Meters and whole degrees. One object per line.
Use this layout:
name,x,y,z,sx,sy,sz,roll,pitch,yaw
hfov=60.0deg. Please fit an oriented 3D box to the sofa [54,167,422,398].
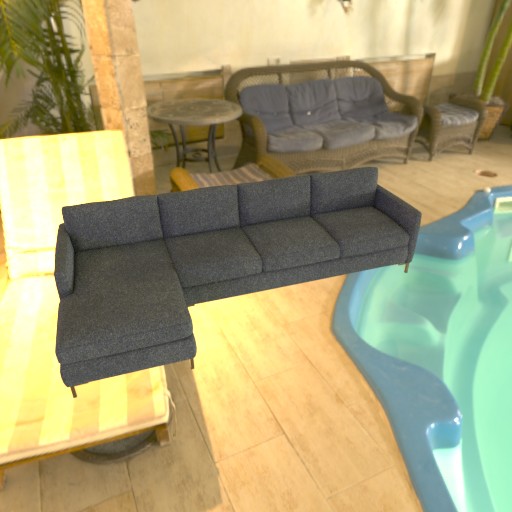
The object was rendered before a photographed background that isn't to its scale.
sofa,0.000,0.000,3.486,2.932,0.810,1.350,-10,32,-16
